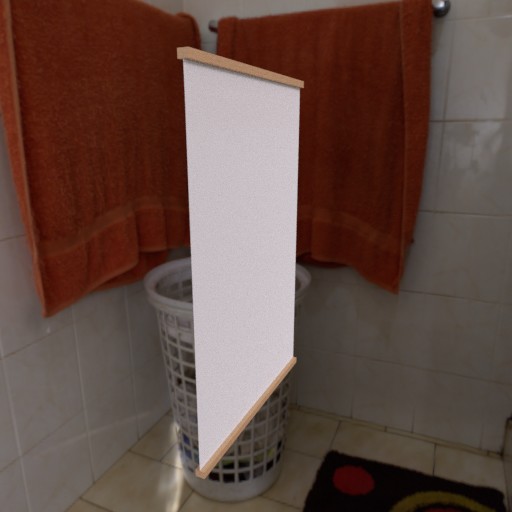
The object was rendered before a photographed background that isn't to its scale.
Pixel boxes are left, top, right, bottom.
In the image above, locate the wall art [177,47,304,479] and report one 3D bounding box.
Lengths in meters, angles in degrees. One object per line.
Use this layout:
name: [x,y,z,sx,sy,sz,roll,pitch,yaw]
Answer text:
wall art: [0.000,0.000,0.650,0.013,0.510,0.335,7,17,25]
